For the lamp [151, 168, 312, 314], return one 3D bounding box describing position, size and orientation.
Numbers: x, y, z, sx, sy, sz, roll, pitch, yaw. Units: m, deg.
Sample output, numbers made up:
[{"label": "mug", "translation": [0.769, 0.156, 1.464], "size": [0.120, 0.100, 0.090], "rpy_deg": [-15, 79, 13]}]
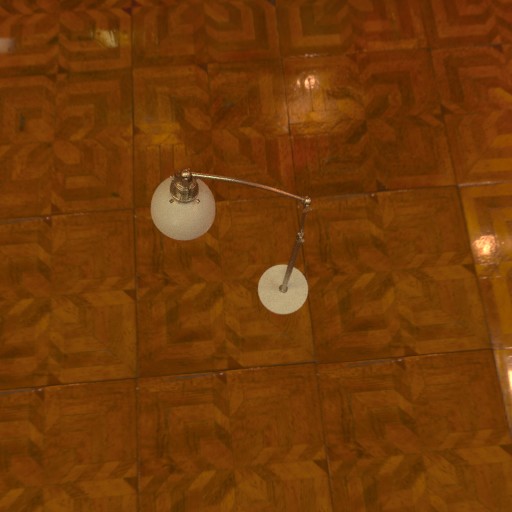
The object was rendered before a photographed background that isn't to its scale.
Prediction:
[{"label": "lamp", "translation": [0.000, 0.000, 1.812], "size": [0.599, 1.586, 0.288], "rpy_deg": [-3, 75, -1]}]
